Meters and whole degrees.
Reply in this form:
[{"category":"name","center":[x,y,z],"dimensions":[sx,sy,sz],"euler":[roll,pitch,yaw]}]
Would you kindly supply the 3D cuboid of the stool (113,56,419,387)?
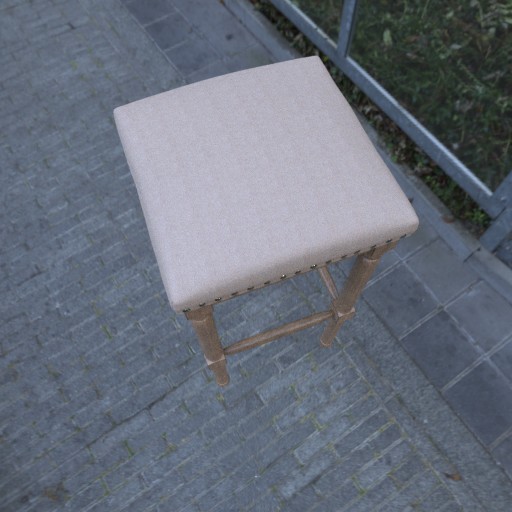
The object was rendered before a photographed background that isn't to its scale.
[{"category":"stool","center":[0.000,0.000,0.997],"dimensions":[0.383,0.768,0.382],"euler":[-18,65,-9]}]
